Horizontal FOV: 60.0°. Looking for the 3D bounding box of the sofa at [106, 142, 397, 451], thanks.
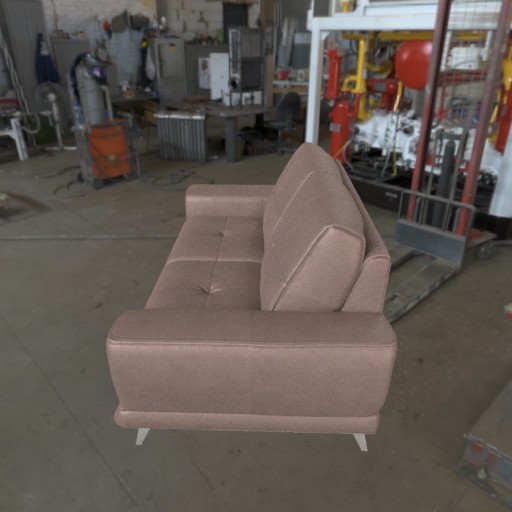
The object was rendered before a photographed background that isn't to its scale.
[{"bbox_3d":[0.000,0.000,2.306,1.018,0.907,1.806,1,27,2],"label":"sofa"}]
